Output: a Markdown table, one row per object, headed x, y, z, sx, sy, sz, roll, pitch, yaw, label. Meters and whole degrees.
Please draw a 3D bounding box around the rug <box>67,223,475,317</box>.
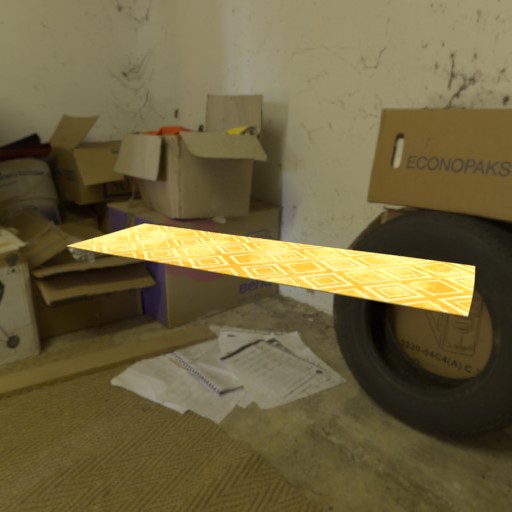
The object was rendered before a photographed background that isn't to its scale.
| x | y | z | sx | sy | sz | roll | pitch | yaw | label |
| --- | --- | --- | --- | --- | --- | --- | --- | --- | --- |
| 0.000 | 0.000 | 2.740 | 2.438 | 0.010 | 0.775 | 8 | 19 | 26 | rug |
